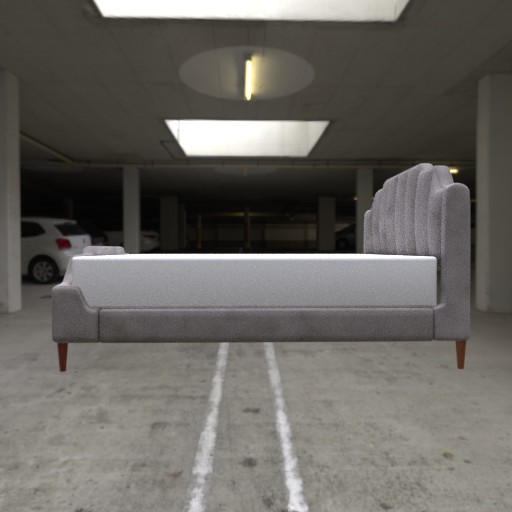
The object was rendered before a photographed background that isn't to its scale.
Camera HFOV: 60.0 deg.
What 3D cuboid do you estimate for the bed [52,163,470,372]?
[{"bbox_3d":[0.000,0.000,3.259,2.340,1.245,1.676,0,1,-2],"label":"bed"}]
